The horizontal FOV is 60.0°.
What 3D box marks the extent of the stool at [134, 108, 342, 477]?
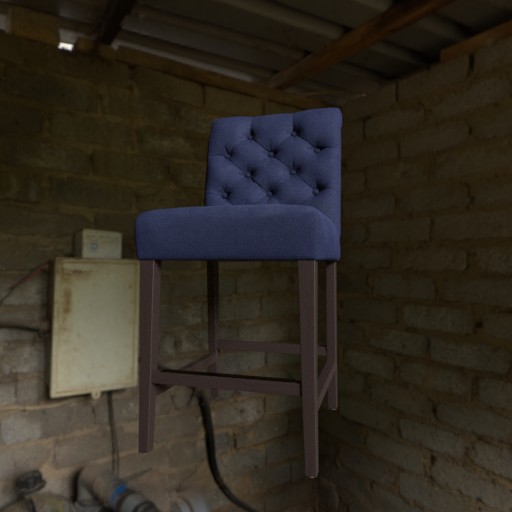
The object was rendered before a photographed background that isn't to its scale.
[{"bbox_3d":[0.000,0.000,1.339,0.493,1.010,0.601,0,0,17],"label":"stool"}]
